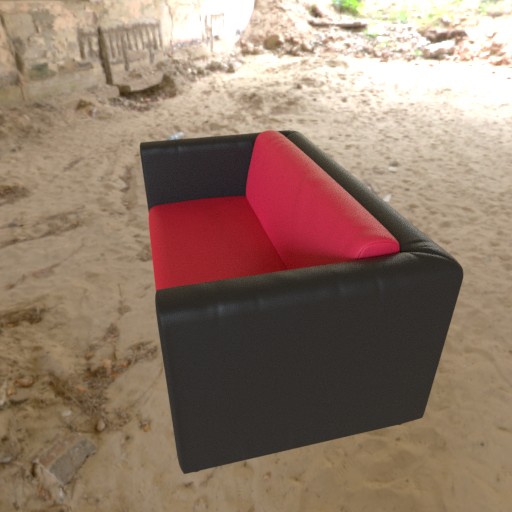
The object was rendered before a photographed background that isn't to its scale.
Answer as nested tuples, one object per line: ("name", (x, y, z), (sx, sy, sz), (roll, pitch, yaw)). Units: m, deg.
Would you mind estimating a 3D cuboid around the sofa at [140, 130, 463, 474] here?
("sofa", (0.000, 0.000, 1.854), (0.845, 0.735, 1.410), (-8, 32, -12))
